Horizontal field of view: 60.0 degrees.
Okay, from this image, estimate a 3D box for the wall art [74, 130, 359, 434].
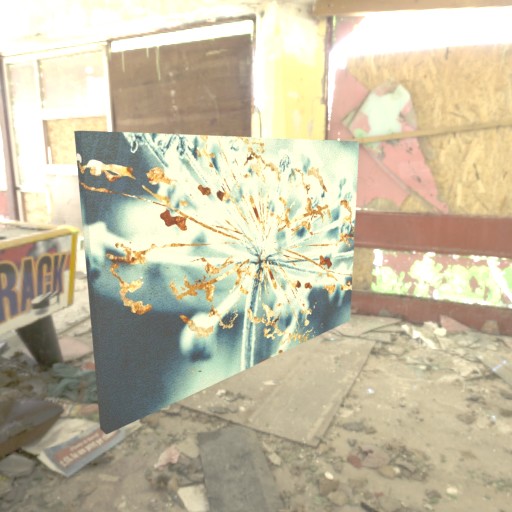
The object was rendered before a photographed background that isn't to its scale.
[{"bbox_3d":[0.000,0.000,1.471,0.035,0.759,1.138,12,18,43],"label":"wall art"}]
